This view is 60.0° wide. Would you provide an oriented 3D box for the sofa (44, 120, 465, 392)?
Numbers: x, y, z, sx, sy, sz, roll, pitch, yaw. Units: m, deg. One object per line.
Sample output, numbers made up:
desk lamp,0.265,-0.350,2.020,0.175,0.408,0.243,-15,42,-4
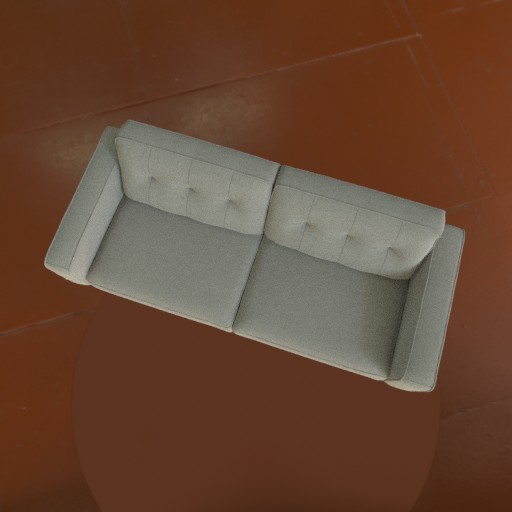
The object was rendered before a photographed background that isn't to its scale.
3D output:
sofa,0.000,0.000,2.687,2.270,0.781,0.956,17,75,5
